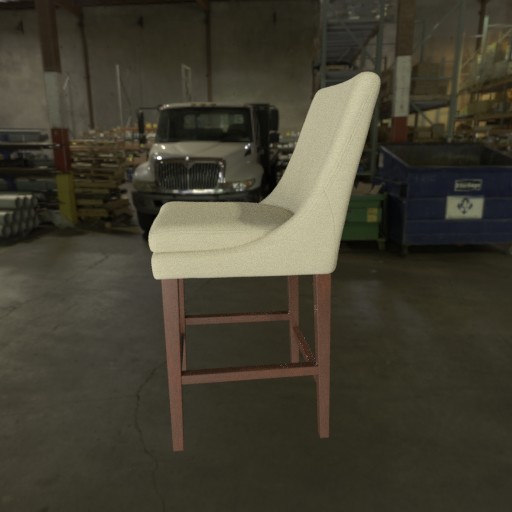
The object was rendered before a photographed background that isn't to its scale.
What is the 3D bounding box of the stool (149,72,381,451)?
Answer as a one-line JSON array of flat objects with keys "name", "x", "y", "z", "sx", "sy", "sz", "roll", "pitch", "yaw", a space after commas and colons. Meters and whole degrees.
[{"name": "stool", "x": 0.000, "y": 0.000, "z": 1.321, "sx": 0.577, "sy": 0.981, "sz": 0.470, "roll": -2, "pitch": 15, "yaw": -7}]
